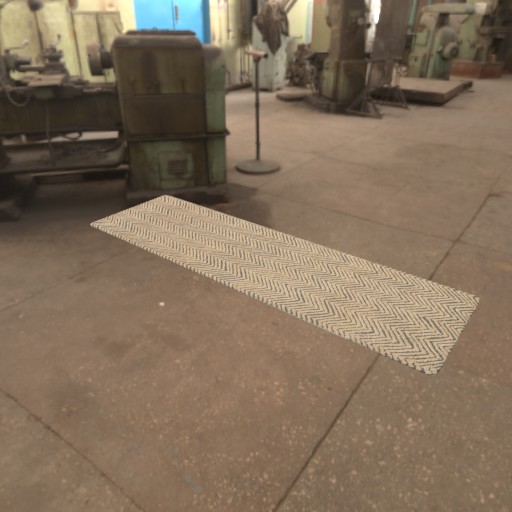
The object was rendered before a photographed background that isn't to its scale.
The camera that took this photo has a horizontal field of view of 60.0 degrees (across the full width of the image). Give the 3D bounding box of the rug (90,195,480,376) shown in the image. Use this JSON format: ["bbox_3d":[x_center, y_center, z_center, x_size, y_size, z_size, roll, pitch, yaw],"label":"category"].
[{"bbox_3d":[0.000,0.000,2.563,2.286,0.008,0.686,21,35,32],"label":"rug"}]
